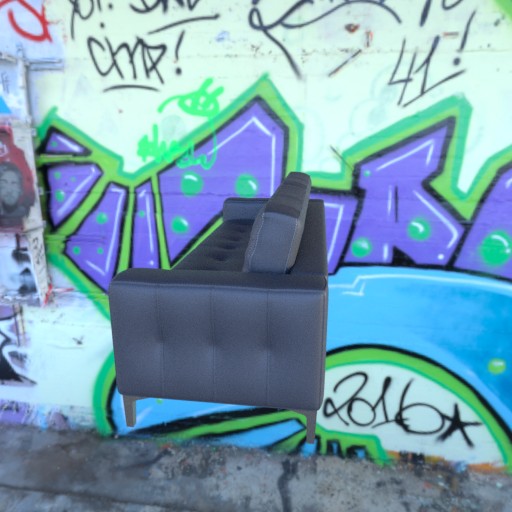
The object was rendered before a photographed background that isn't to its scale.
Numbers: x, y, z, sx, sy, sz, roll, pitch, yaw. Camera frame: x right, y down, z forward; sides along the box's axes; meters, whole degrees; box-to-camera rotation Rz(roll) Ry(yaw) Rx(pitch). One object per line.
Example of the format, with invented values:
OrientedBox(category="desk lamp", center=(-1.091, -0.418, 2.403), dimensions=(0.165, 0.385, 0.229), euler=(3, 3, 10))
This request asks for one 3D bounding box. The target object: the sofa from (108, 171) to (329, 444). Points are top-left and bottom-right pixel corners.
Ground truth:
OrientedBox(category="sofa", center=(0.000, 0.000, 2.708), dimensions=(0.833, 0.893, 2.275), euler=(2, 16, 8))
